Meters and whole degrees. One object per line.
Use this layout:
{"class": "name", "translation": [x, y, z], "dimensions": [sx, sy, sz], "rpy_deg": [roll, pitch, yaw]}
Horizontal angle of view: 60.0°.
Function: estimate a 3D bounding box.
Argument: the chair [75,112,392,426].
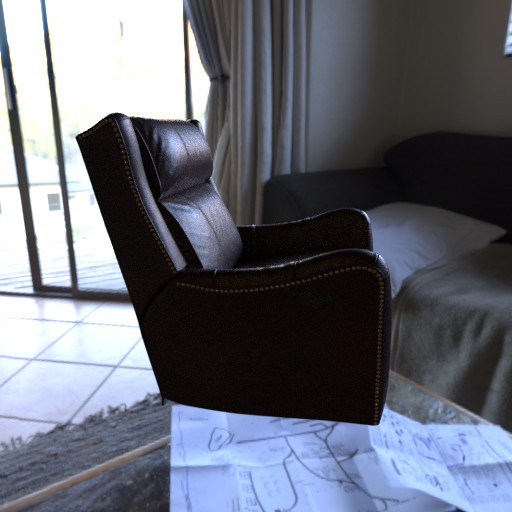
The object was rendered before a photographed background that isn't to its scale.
{"class": "chair", "translation": [0.000, 0.000, 1.797], "dimensions": [1.008, 1.084, 0.869], "rpy_deg": [3, 16, 9]}
